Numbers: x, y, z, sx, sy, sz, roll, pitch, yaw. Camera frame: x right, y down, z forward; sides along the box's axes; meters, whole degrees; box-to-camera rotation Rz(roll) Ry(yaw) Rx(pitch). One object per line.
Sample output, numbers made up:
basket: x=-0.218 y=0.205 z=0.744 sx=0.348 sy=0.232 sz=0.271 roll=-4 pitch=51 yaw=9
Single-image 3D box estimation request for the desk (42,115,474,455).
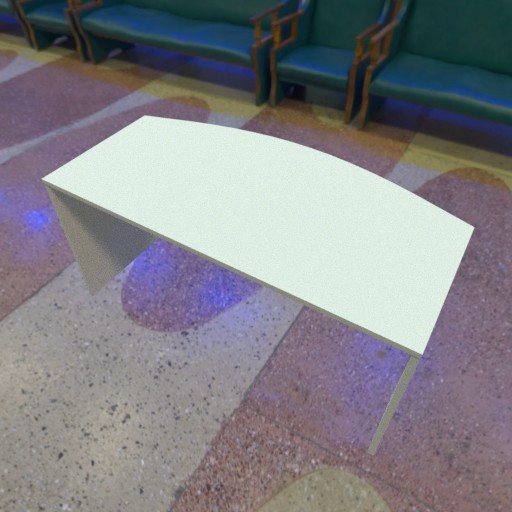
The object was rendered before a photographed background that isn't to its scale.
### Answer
desk: x=0.000 y=0.000 z=2.052 sx=1.600 sy=0.750 sz=0.802 roll=24 pitch=50 yaw=22
